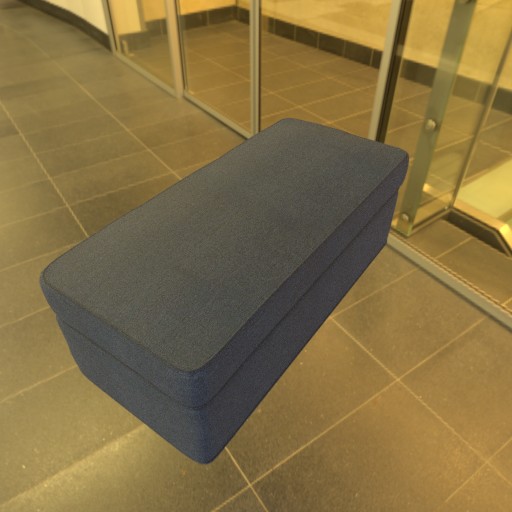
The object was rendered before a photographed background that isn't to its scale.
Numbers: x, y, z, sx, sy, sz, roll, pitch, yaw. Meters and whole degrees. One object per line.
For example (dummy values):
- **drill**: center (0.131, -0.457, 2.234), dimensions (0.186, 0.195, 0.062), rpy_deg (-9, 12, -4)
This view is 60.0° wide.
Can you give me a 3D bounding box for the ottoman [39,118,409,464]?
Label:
- **ottoman**: center (0.000, 0.000, 1.384), dimensions (0.515, 0.460, 1.110), rpy_deg (25, 46, 26)
